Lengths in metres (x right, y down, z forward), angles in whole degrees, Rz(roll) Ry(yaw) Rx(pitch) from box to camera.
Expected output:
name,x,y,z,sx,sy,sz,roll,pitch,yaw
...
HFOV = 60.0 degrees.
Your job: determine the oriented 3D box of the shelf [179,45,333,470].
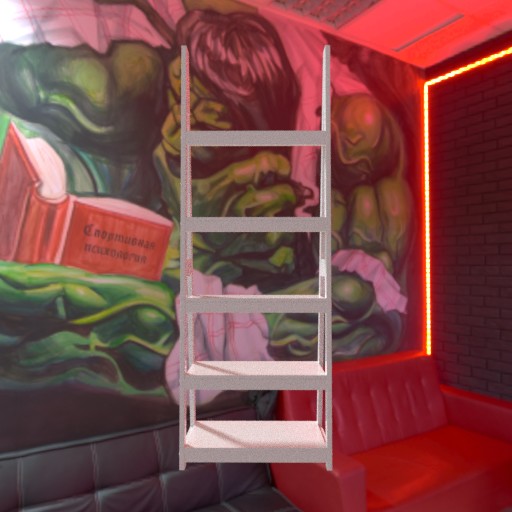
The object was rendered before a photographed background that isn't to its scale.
name,x,y,z,sx,sy,sz,roll,pitch,yaw
shelf,0.000,0.000,2.025,0.636,1.779,0.341,0,-2,0
